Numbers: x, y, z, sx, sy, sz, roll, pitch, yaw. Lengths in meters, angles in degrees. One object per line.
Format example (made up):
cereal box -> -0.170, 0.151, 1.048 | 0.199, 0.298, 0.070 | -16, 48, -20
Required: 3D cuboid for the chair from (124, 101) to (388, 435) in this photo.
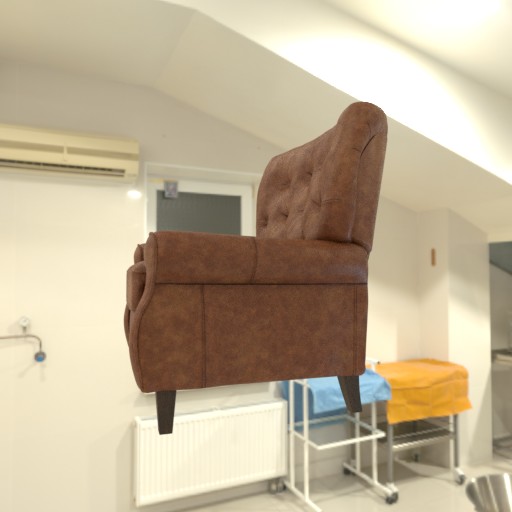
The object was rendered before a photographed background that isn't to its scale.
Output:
chair -> 0.000, 0.000, 1.888 | 1.059, 1.164, 0.951 | 1, -2, -18
